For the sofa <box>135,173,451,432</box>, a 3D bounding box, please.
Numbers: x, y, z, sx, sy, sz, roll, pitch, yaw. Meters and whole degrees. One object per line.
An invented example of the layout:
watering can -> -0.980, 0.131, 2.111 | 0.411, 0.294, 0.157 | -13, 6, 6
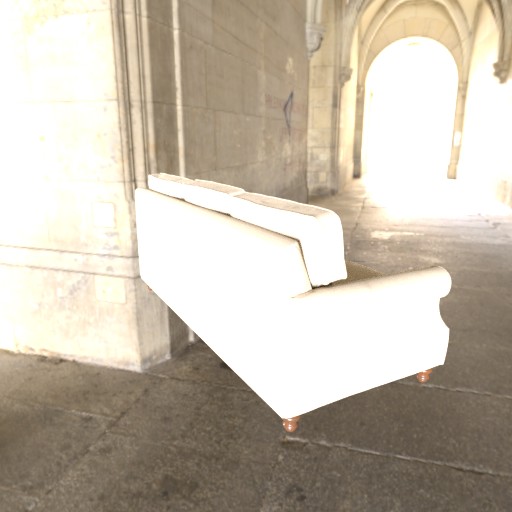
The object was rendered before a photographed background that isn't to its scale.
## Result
sofa -> 0.000, 0.000, 2.813 | 0.966, 0.948, 2.354 | -8, 17, -28
